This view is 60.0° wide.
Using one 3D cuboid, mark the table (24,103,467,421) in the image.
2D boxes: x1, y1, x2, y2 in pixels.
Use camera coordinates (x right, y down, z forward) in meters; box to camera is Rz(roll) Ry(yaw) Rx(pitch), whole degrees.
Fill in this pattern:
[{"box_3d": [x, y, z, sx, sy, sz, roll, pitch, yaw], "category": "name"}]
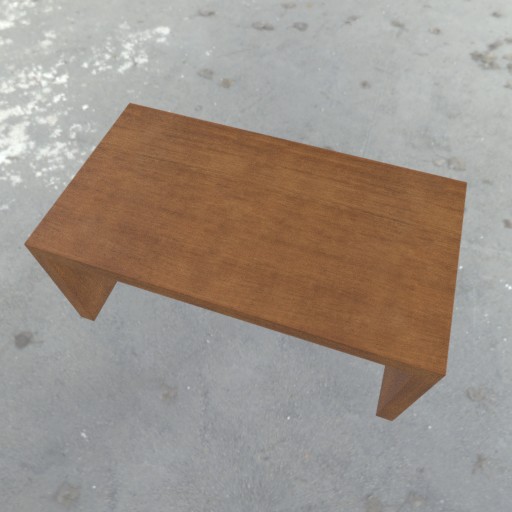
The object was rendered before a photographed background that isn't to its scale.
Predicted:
[{"box_3d": [0.000, 0.000, 1.300, 1.000, 0.419, 0.549, 16, 59, 10], "category": "table"}]
